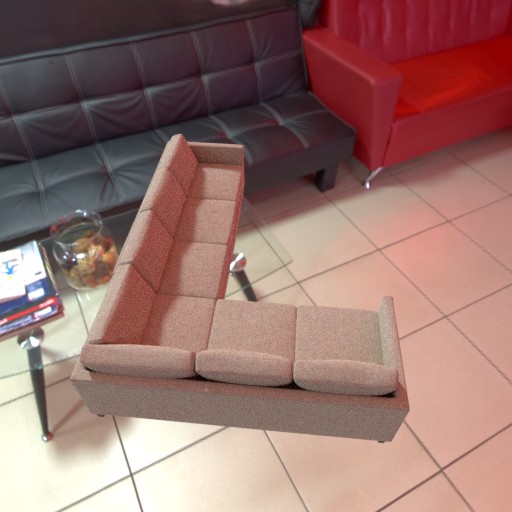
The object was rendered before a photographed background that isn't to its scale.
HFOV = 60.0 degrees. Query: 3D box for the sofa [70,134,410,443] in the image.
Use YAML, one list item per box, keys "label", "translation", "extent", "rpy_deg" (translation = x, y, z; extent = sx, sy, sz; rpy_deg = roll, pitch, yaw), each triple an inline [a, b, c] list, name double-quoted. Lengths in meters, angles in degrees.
- label: "sofa"
  translation: [0.000, 0.000, 4.364]
  extent: [2.432, 0.863, 3.182]
  rpy_deg: [4, 47, 4]
